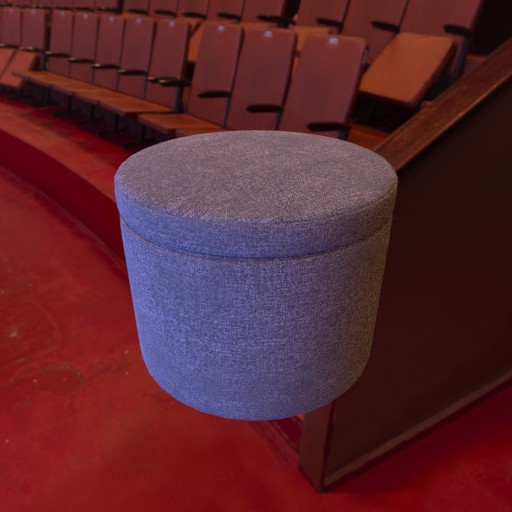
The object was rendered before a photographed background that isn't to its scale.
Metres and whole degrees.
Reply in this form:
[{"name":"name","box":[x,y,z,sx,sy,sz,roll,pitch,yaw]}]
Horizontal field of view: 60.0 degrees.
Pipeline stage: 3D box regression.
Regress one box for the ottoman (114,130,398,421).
[{"name":"ottoman","box":[0.000,0.000,0.895,0.500,0.419,0.500,0,29,0]}]
